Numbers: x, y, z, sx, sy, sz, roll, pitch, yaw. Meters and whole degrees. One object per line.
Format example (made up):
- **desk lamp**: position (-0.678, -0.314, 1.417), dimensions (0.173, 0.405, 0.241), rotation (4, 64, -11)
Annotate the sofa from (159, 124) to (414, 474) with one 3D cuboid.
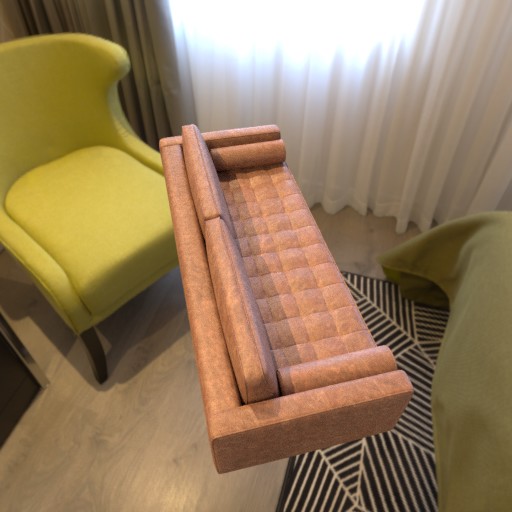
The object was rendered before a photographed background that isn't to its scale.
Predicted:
- **sofa**: position (0.000, 0.000, 2.669), dimensions (0.914, 0.762, 2.210), rotation (-10, 48, -9)
